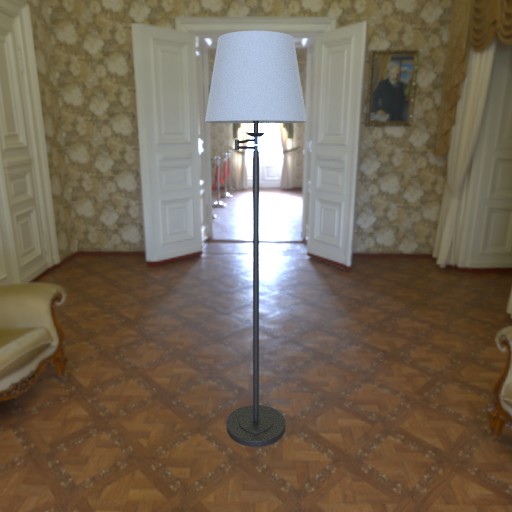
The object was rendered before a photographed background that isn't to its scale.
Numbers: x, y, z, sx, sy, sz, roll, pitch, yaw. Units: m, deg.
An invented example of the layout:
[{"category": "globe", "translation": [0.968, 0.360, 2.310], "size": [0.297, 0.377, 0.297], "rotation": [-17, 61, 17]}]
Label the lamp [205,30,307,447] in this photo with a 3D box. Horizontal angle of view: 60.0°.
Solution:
[{"category": "lamp", "translation": [0.000, 0.000, 1.646], "size": [0.348, 1.473, 0.348], "rotation": [15, 21, 43]}]
